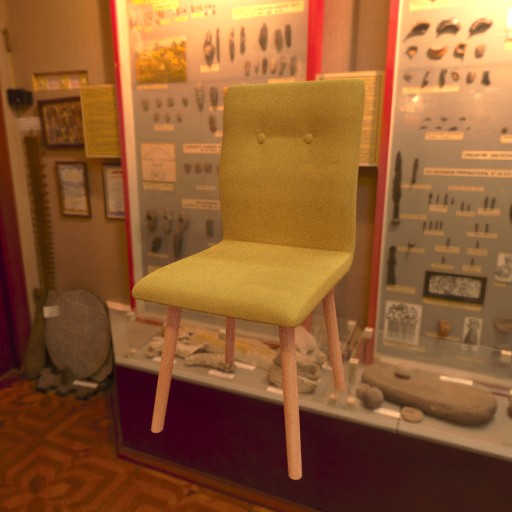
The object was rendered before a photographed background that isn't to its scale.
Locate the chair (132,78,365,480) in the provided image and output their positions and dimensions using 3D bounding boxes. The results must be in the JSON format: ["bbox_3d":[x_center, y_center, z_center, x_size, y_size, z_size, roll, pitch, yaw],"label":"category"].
[{"bbox_3d":[0.000,0.000,1.243,0.450,0.965,0.550,7,17,24],"label":"chair"}]
